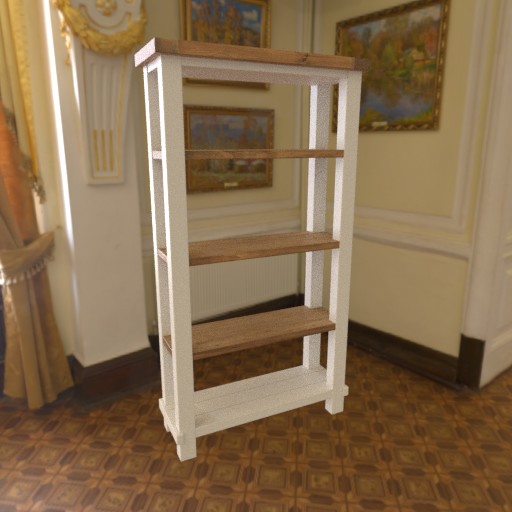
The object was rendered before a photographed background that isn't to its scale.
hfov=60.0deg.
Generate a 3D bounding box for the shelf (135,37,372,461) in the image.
[{"bbox_3d":[0.000,0.000,2.258,1.022,1.878,0.381,-7,16,-25],"label":"shelf"}]
